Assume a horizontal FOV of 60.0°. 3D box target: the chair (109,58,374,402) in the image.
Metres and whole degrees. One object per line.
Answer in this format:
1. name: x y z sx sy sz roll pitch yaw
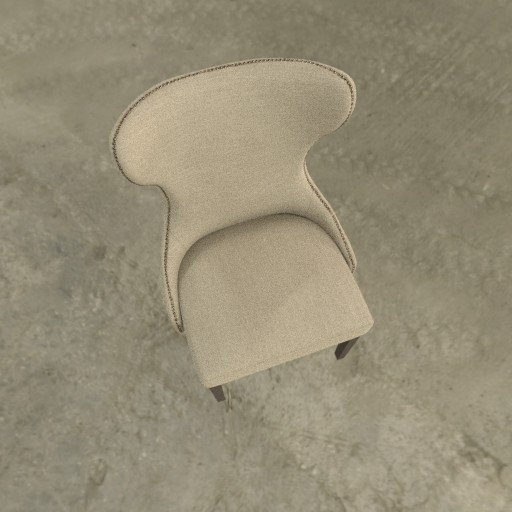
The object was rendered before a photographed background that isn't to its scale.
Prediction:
1. chair: 0.000 0.000 1.378 0.628 0.967 0.635 -17 65 -8
